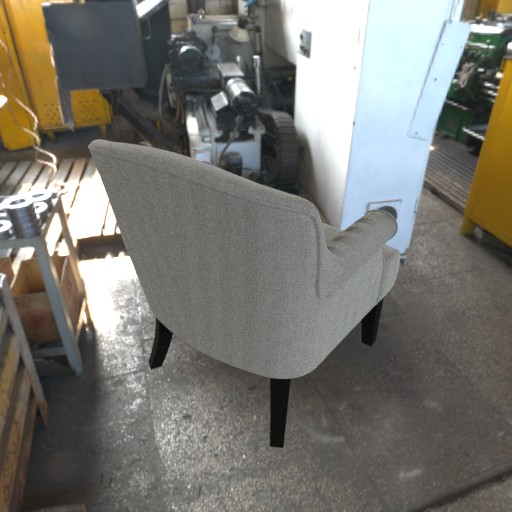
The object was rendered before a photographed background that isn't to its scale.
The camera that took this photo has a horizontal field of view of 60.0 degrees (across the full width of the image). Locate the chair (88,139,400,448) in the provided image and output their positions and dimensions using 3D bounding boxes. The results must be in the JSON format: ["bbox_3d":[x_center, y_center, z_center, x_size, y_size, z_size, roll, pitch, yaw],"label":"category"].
[{"bbox_3d":[0.000,0.000,1.434,0.772,0.880,0.755,21,38,30],"label":"chair"}]
